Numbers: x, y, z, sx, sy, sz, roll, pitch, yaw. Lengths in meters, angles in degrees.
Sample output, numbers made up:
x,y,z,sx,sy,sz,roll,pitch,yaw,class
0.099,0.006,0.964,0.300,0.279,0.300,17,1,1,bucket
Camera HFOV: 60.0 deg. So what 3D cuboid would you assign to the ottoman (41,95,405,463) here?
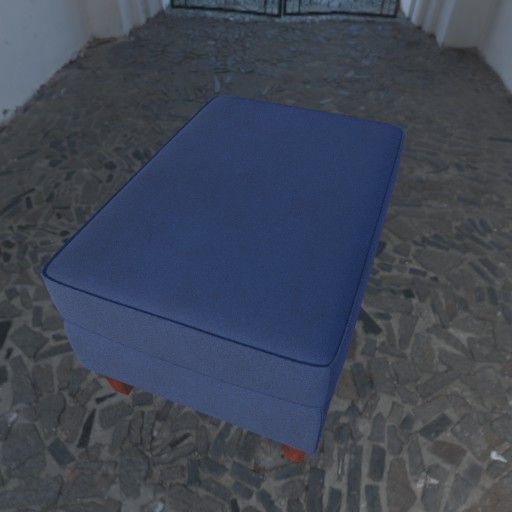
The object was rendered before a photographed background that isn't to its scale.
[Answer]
x,y,z,sx,sy,sz,roll,pitch,yaw,class
0.000,0.000,1.364,0.686,0.584,0.965,15,47,15,ottoman
